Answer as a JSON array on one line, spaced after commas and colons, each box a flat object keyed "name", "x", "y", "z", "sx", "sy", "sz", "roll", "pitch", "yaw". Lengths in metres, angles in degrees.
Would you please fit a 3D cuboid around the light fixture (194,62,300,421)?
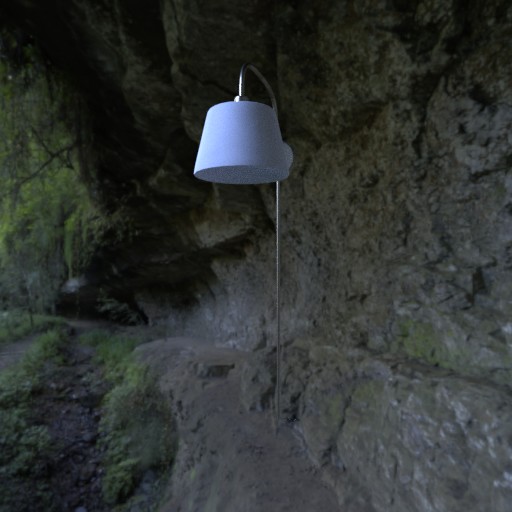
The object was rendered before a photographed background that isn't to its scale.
[{"name": "light fixture", "x": 0.000, "y": 0.000, "z": 0.469, "sx": 0.092, "sy": 0.399, "sz": 0.176, "roll": 0, "pitch": -1, "yaw": 19}]
